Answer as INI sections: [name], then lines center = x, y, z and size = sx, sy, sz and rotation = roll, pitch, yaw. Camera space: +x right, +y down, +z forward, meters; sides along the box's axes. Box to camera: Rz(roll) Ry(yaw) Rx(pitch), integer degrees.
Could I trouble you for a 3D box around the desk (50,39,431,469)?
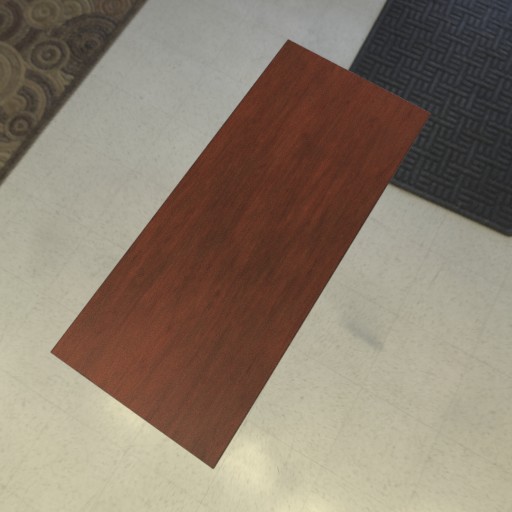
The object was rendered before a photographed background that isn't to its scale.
[desk]
center = 0.000, 0.000, 1.819
size = 0.600, 0.761, 1.372
rotation = 32, 76, 9
